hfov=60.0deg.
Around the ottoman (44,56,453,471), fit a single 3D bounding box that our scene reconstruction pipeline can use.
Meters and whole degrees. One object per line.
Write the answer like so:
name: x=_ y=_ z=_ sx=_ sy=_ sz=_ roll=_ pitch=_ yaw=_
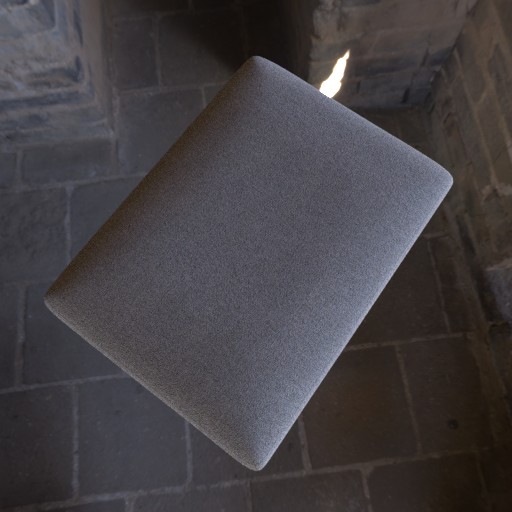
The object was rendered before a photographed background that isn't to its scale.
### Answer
ottoman: x=0.000 y=0.000 z=1.182 sx=0.611 sy=0.441 sz=0.821 roll=35 pitch=78 yaw=9
